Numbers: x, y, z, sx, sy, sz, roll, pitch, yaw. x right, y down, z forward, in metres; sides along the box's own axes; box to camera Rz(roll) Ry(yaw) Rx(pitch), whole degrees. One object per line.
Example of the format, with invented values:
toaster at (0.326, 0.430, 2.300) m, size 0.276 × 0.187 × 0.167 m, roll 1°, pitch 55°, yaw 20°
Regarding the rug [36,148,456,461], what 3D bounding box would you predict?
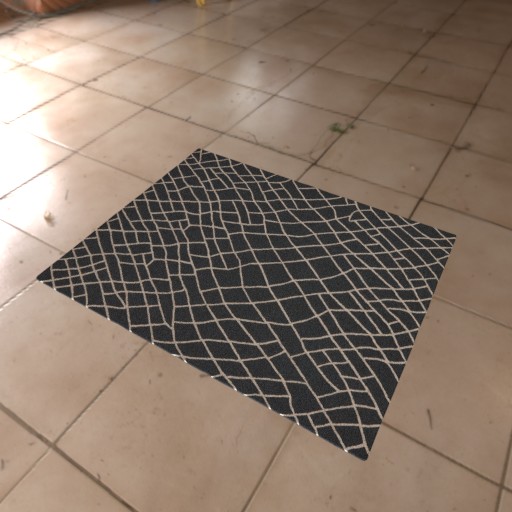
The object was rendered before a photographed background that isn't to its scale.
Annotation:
rug at (0.000, 0.000, 4.058) m, size 3.047 × 0.022 × 2.439 m, roll 23°, pitch 50°, yaw 21°
